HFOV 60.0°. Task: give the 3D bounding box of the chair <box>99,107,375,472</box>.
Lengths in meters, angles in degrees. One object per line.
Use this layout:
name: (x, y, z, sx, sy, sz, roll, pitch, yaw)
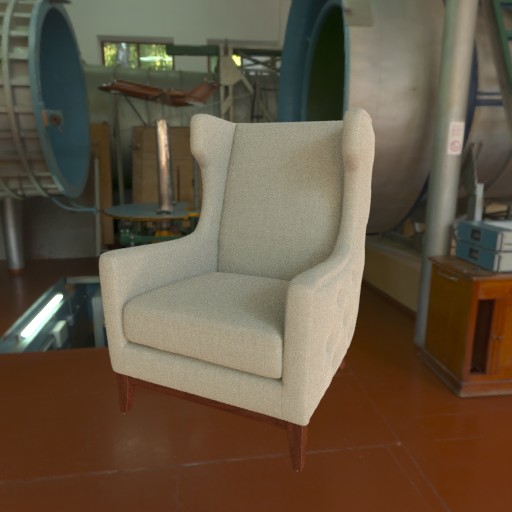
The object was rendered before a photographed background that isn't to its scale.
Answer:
chair: (0.000, 0.000, 1.699, 0.778, 1.079, 0.899, 7, 15, 25)
